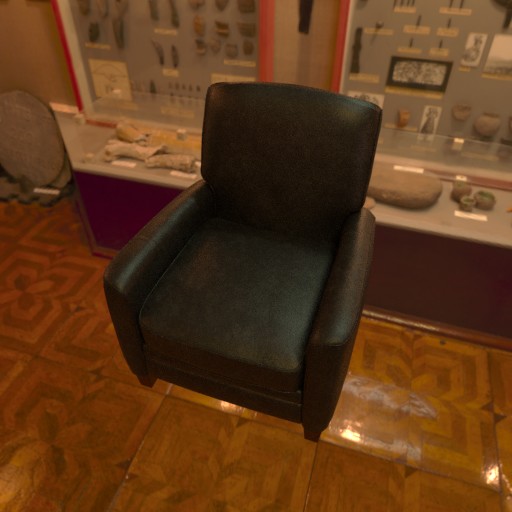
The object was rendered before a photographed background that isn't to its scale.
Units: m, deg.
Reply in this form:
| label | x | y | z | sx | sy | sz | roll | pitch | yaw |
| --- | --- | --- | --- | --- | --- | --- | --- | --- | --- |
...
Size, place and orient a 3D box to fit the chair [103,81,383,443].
| label | x | y | z | sx | sy | sz | roll | pitch | yaw |
| --- | --- | --- | --- | --- | --- | --- | --- | --- | --- |
| chair | 0.000 | 0.000 | 1.670 | 0.848 | 1.014 | 0.864 | 13 | 42 | 15 |
